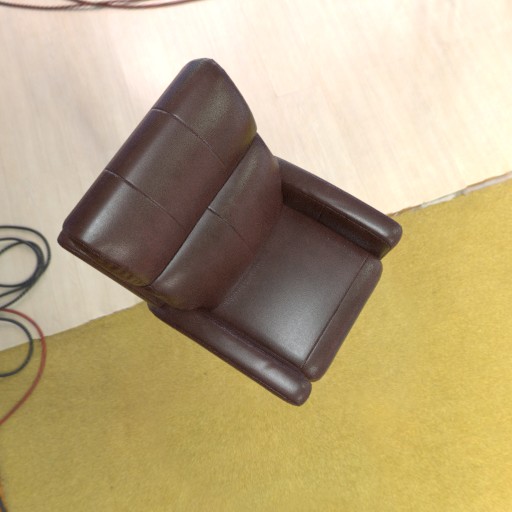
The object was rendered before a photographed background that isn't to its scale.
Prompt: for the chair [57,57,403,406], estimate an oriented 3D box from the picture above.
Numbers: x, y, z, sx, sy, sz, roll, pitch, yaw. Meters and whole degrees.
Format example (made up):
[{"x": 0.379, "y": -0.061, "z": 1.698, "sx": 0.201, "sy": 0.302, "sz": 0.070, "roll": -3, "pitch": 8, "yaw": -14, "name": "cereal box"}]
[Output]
[{"x": 0.000, "y": 0.000, "z": 1.684, "sx": 0.939, "sy": 1.016, "sz": 0.787, "roll": 32, "pitch": 78, "yaw": 7, "name": "chair"}]
